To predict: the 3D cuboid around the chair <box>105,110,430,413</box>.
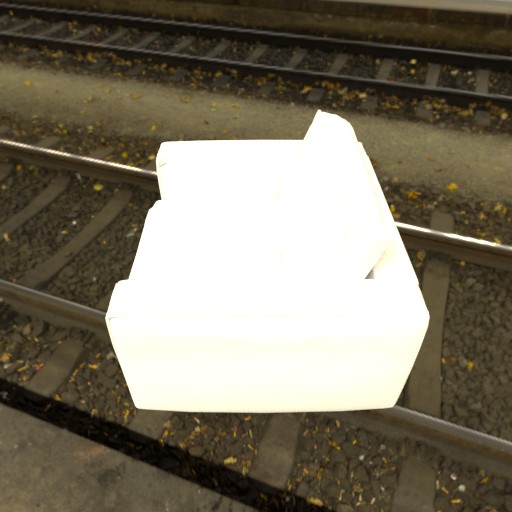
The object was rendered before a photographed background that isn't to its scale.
[{"bbox_3d":[0.000,0.000,1.508,0.843,0.773,0.928,0,41,0],"label":"chair"}]
